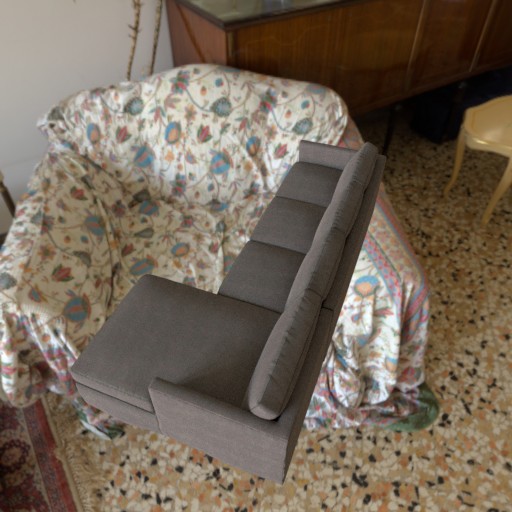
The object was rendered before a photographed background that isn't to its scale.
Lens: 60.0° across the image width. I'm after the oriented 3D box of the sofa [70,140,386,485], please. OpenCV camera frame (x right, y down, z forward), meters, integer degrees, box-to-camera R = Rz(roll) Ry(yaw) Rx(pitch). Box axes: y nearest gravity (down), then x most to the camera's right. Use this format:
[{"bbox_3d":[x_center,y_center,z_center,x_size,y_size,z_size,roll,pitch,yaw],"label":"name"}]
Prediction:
[{"bbox_3d":[0.000,0.000,3.925,1.650,0.922,3.205,16,47,15],"label":"sofa"}]
